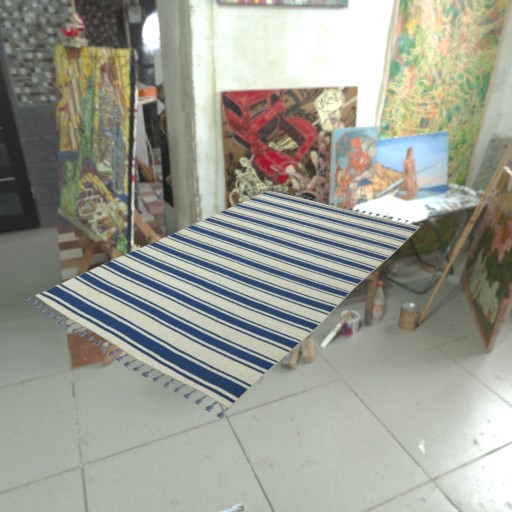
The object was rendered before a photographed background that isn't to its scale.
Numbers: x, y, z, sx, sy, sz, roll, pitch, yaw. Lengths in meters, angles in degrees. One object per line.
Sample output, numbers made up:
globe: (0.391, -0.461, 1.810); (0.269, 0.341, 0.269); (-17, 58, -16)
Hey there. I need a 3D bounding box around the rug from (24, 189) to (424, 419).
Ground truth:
rug: (0.000, 0.000, 2.550); (1.248, 0.009, 2.108); (19, 32, 32)
